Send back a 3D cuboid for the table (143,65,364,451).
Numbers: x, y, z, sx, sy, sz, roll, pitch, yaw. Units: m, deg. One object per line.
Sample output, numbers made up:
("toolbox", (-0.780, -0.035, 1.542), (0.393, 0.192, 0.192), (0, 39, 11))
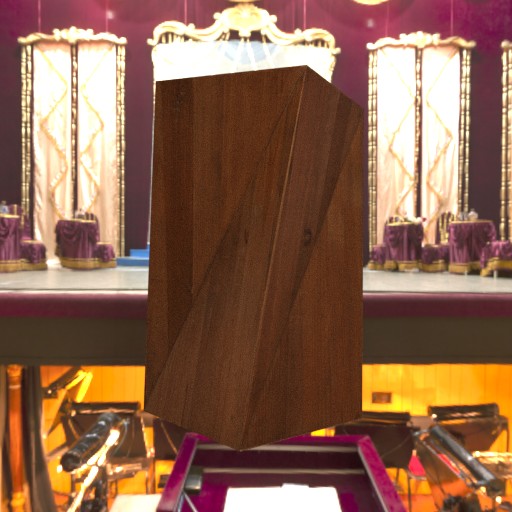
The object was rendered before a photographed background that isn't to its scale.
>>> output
("table", (0.000, 0.000, 0.900), (0.441, 0.604, 0.425), (0, 1, -1))
